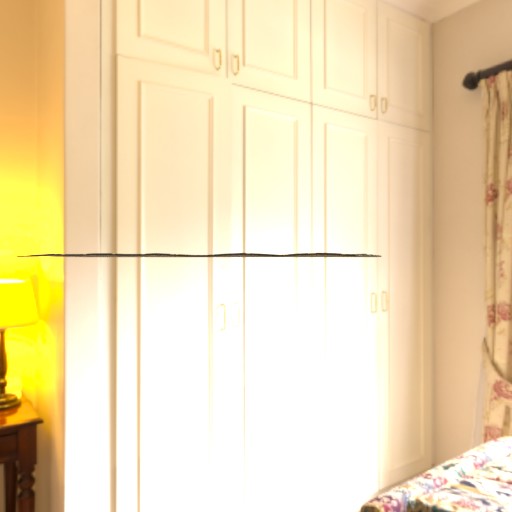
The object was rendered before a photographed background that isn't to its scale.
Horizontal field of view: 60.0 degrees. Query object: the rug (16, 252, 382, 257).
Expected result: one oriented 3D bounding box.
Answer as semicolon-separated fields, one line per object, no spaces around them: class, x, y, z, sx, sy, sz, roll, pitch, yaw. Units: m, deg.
rug;0.000;0.000;2.960;1.529;0.017;2.448;0;0;18
